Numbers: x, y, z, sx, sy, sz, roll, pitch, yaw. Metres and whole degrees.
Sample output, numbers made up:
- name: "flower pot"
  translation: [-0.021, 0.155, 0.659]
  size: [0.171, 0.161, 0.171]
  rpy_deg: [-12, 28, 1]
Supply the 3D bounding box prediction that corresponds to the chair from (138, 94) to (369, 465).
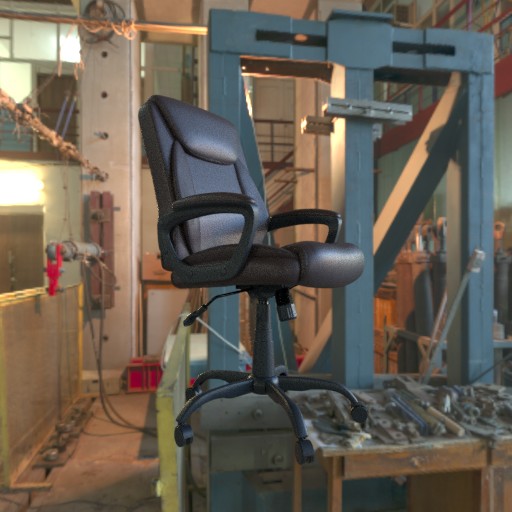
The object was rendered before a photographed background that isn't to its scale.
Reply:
- name: "chair"
  translation: [0.000, 0.000, 1.457]
  size: [0.655, 1.072, 0.615]
  rpy_deg: [0, 0, 36]
